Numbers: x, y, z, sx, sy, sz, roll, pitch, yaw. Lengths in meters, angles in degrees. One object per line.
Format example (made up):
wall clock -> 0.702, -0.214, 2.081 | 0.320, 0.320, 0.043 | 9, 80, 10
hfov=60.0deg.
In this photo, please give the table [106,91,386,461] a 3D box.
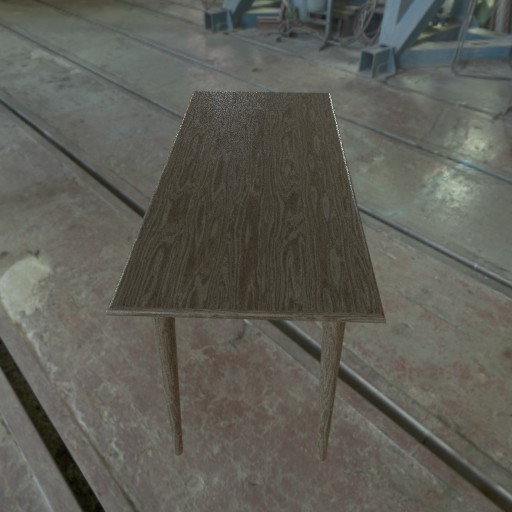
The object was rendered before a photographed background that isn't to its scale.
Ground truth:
table -> 0.000, 0.000, 1.687 | 0.599, 0.780, 1.300 | 1, 40, 2
